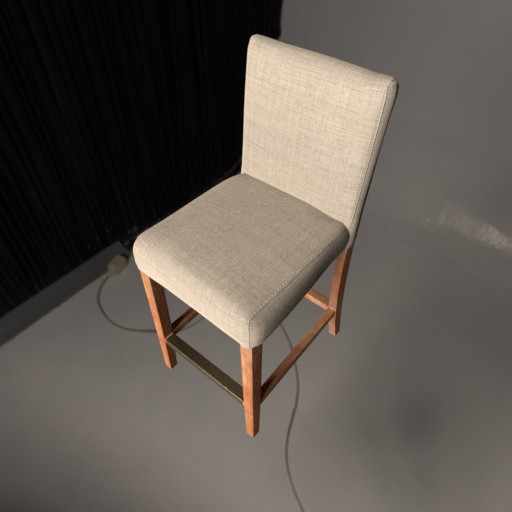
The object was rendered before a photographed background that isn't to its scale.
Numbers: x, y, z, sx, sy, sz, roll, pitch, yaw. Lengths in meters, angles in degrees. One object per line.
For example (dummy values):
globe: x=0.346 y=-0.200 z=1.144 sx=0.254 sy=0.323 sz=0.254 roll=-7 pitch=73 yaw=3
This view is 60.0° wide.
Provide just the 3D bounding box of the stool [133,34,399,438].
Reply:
stool: x=0.000 y=0.000 z=1.333 sx=0.454 sy=1.039 sz=0.567 roll=31 pitch=54 yaw=26
